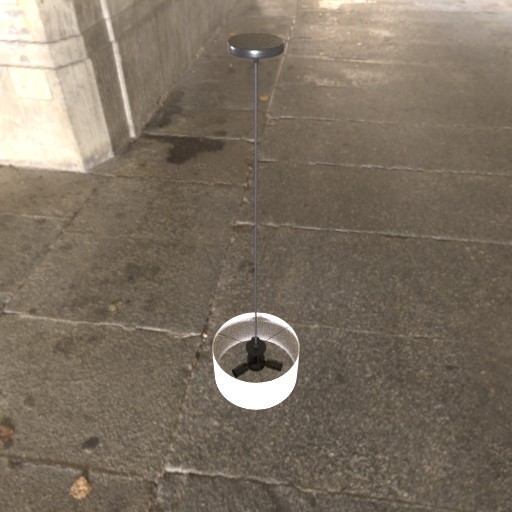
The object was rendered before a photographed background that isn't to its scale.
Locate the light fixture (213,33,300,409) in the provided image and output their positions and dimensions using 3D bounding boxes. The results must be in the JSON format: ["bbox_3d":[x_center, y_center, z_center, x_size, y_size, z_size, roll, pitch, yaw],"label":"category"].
[{"bbox_3d":[0.000,0.000,1.672,0.399,1.516,0.399,0,41,0],"label":"light fixture"}]
